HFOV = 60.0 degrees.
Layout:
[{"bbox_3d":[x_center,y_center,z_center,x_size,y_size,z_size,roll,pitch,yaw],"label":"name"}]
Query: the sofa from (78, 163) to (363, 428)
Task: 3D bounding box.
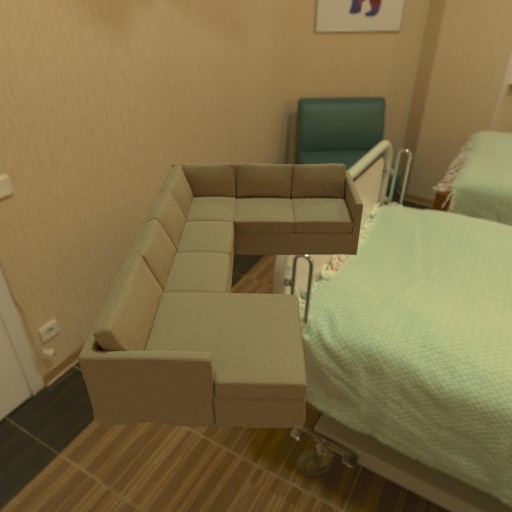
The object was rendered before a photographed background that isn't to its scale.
[{"bbox_3d":[0.000,0.000,4.631,2.476,0.878,3.528,1,33,1],"label":"sofa"}]
